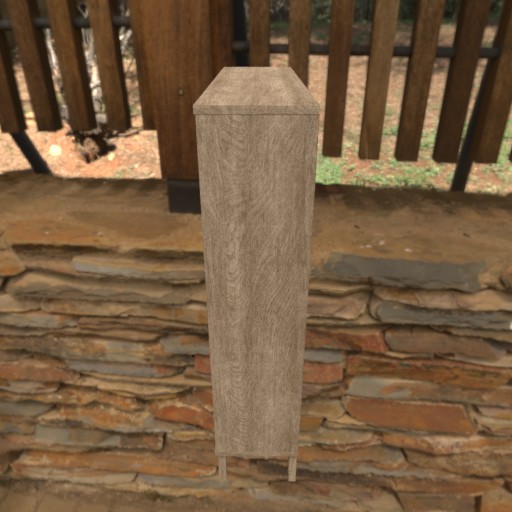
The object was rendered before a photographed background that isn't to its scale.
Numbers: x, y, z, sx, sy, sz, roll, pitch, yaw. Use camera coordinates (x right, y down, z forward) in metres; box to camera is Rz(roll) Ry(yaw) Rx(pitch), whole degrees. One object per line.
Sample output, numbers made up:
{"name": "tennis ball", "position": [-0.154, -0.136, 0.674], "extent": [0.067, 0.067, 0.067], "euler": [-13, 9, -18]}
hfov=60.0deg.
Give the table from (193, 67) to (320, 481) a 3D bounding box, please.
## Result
{"name": "table", "position": [0.000, 0.000, 1.532], "extent": [0.256, 1.135, 0.902], "euler": [0, 28, 0]}
